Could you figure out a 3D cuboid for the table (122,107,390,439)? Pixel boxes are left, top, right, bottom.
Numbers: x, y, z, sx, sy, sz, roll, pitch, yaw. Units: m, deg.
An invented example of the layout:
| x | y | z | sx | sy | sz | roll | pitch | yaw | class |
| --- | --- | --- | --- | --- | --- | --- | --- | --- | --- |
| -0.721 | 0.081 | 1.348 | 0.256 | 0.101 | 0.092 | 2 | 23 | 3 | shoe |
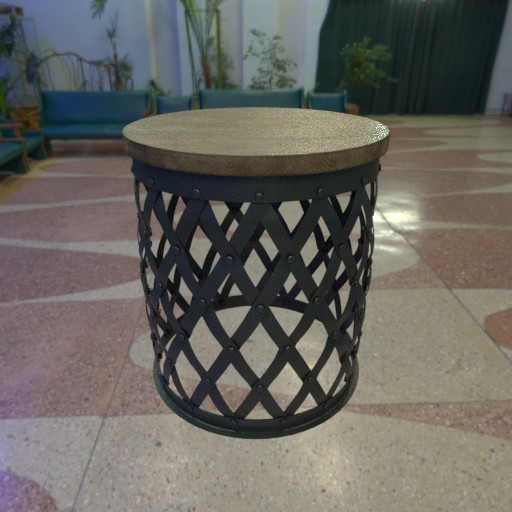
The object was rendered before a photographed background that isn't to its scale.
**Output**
| x | y | z | sx | sy | sz | roll | pitch | yaw | class |
| --- | --- | --- | --- | --- | --- | --- | --- | --- | --- |
| 0.000 | 0.000 | 0.791 | 0.405 | 0.454 | 0.405 | 0 | 26 | 0 | table |
